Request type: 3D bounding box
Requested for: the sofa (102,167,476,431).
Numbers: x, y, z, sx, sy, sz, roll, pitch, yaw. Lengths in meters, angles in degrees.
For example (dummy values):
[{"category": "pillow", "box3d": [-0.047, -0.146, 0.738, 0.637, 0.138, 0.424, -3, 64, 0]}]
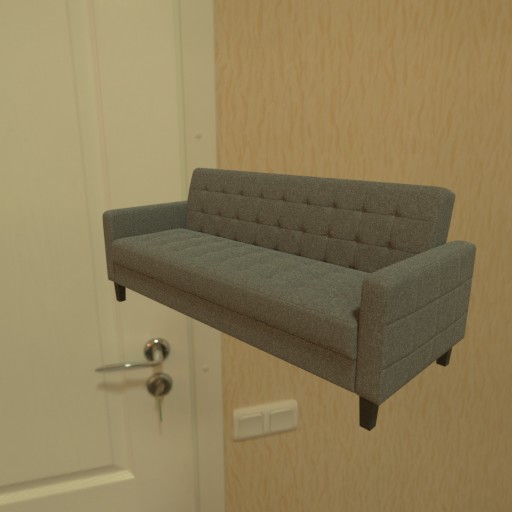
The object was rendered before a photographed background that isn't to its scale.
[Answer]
[{"category": "sofa", "box3d": [0.000, 0.000, 2.447, 0.810, 0.850, 2.040, -15, 21, -43]}]
